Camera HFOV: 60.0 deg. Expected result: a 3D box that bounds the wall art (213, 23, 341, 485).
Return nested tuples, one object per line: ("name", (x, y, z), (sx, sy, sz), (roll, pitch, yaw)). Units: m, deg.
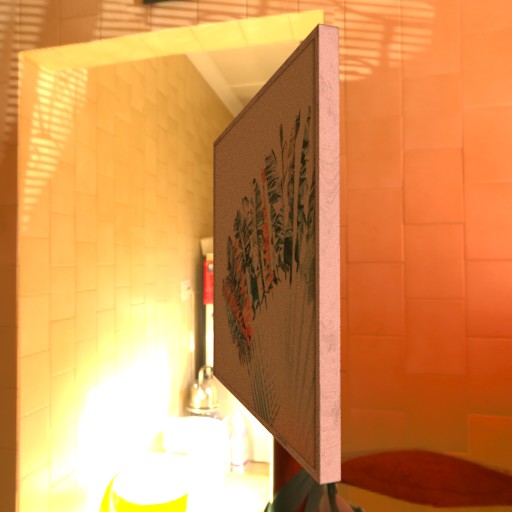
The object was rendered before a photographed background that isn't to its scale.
("wall art", (0.000, 0.000, 1.093), (0.038, 0.757, 0.760), (0, -1, -19))
